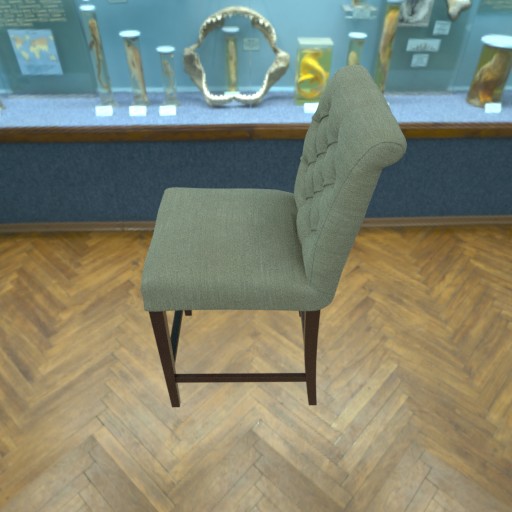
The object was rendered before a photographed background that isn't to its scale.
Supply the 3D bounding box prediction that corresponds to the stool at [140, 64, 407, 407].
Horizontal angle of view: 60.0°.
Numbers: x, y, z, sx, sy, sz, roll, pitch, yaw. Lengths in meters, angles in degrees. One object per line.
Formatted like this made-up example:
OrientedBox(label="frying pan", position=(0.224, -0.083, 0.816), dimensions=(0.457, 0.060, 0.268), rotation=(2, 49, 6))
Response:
OrientedBox(label="stool", position=(0.000, 0.000, 1.454), dimensions=(0.660, 1.084, 0.486), rotation=(0, 42, 0))
